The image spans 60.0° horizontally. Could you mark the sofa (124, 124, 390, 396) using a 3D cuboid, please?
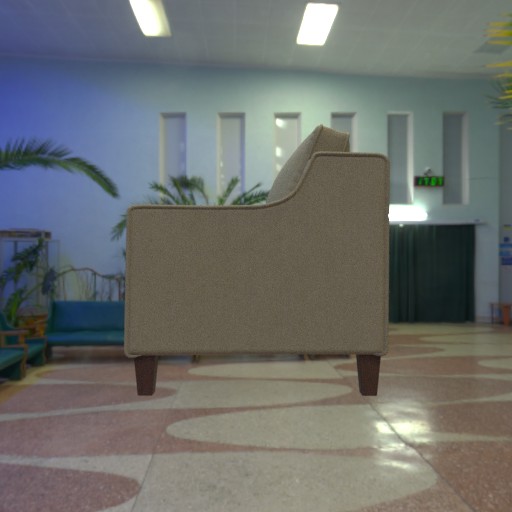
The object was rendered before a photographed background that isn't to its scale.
[{"bbox_3d":[0.000,0.000,2.485,0.911,0.974,1.986,0,0,0],"label":"sofa"}]
